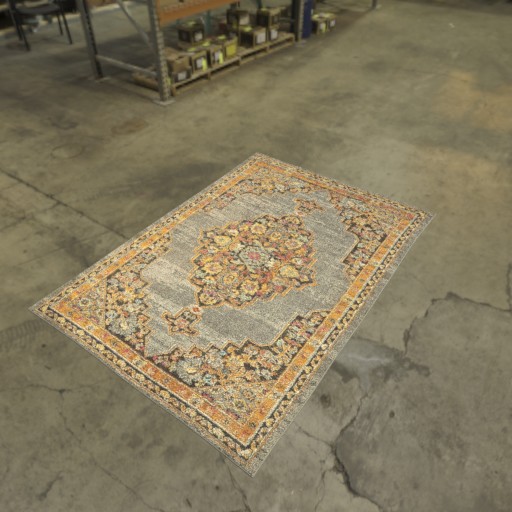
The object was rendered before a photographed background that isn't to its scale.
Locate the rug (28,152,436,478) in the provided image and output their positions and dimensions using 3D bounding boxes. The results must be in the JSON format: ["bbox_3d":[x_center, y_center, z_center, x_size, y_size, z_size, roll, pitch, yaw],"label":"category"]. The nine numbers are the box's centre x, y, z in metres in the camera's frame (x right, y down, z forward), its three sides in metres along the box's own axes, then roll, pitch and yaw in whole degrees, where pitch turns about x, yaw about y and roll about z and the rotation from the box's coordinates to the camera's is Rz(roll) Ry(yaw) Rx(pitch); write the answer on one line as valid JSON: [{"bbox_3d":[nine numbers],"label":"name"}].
[{"bbox_3d":[0.000,0.000,3.874,2.158,0.024,3.063,25,47,26],"label":"rug"}]
